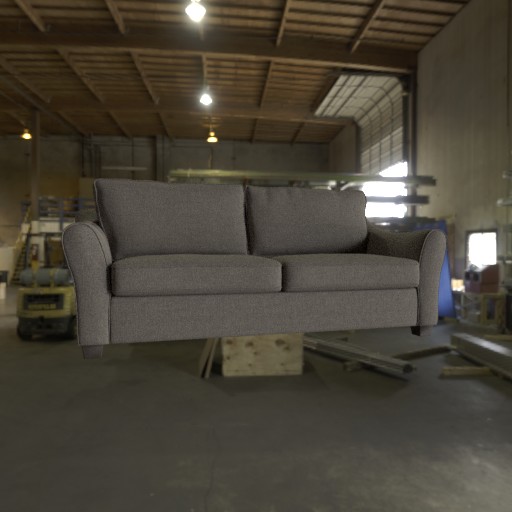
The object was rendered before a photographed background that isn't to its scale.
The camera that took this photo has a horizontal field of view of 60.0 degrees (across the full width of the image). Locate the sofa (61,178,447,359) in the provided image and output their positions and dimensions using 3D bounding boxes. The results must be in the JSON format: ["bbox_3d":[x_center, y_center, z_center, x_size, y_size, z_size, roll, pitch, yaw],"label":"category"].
[{"bbox_3d":[0.000,0.000,2.807,2.203,0.976,1.013,0,1,-17],"label":"sofa"}]
